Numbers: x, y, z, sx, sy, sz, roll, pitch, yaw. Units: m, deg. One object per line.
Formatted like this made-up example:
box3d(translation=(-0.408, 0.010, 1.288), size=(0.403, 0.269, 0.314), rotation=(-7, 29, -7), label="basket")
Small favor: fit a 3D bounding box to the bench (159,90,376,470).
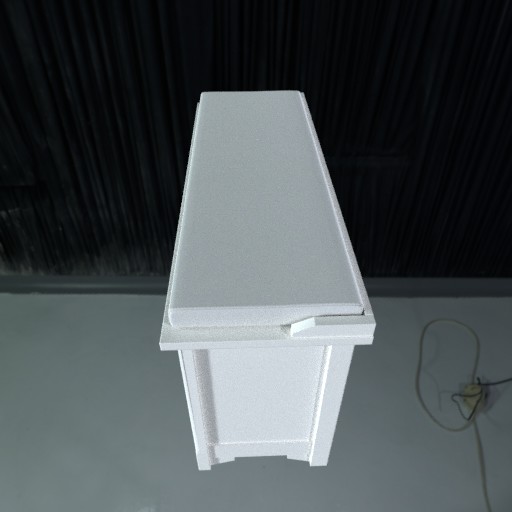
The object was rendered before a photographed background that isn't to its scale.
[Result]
box3d(translation=(0.000, 0.000, 1.249), size=(0.346, 0.589, 0.987), rotation=(-1, 41, -2), label="bench")
